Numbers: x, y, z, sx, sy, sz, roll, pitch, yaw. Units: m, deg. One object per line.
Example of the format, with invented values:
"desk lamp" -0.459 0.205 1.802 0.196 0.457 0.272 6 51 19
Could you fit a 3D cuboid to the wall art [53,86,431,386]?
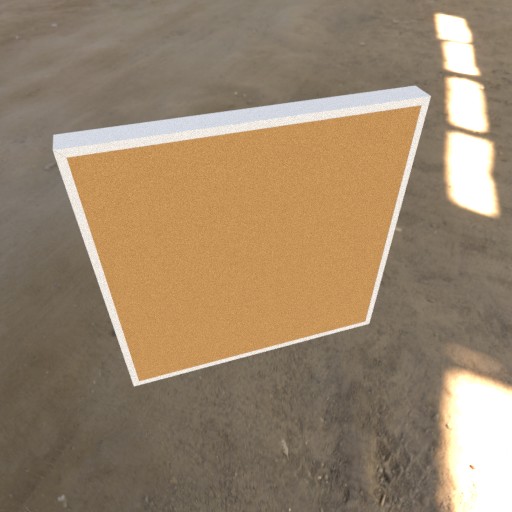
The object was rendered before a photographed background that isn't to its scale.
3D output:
"wall art" 0.000 0.000 0.453 0.304 0.304 0.024 -12 44 -13
